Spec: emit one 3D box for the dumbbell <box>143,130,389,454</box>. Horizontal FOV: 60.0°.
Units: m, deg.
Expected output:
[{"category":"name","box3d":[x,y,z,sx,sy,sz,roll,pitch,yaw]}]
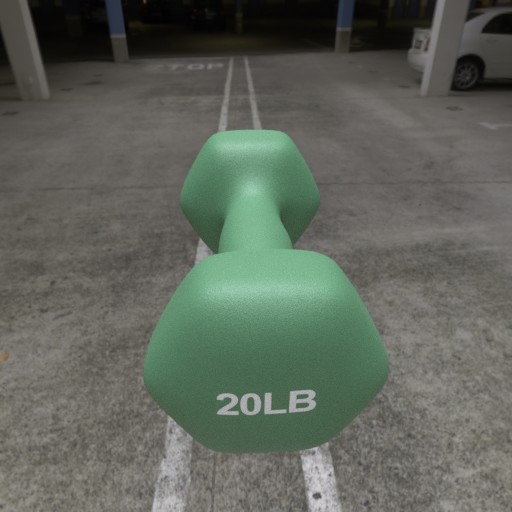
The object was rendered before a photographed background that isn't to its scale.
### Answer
[{"category":"dumbbell","box3d":[0.000,0.000,0.313,0.126,0.114,0.257,-1,32,-2]}]
